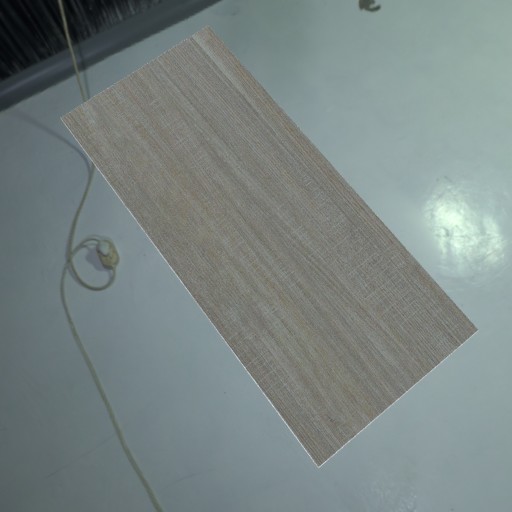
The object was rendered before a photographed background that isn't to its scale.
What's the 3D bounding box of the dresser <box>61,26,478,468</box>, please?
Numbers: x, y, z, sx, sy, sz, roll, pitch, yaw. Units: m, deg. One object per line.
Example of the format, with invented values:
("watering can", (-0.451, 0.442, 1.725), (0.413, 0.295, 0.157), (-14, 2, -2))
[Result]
("dresser", (0.000, 0.000, 1.517), (0.500, 0.780, 1.110), (-37, 78, -9))
